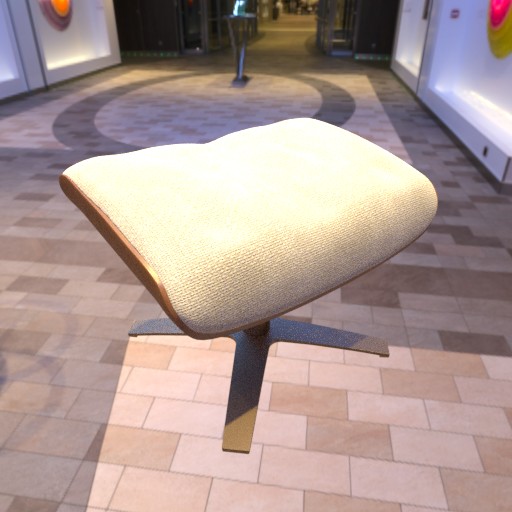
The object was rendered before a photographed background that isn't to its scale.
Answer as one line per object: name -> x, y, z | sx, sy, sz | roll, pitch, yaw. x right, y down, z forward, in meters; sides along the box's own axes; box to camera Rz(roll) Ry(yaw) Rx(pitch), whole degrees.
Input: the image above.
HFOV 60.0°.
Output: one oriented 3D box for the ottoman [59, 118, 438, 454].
ottoman -> 0.000, 0.000, 0.792 | 0.520, 0.391, 0.394 | -22, 36, -32
